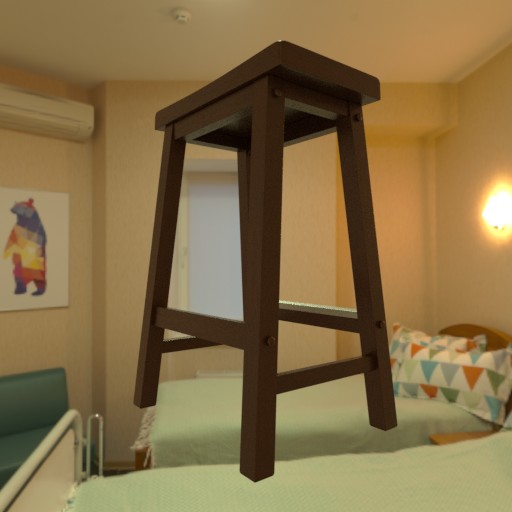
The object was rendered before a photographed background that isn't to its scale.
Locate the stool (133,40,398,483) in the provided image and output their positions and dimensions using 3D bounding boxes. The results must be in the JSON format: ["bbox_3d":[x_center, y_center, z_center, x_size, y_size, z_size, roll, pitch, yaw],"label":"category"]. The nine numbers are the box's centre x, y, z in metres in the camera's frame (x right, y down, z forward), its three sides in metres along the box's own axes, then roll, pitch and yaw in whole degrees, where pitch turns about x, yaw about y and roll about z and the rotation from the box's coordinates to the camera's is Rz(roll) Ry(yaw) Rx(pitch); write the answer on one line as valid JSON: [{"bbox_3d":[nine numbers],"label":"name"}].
[{"bbox_3d":[0.000,0.000,0.850,0.322,0.610,0.406,0,0,-38],"label":"stool"}]
